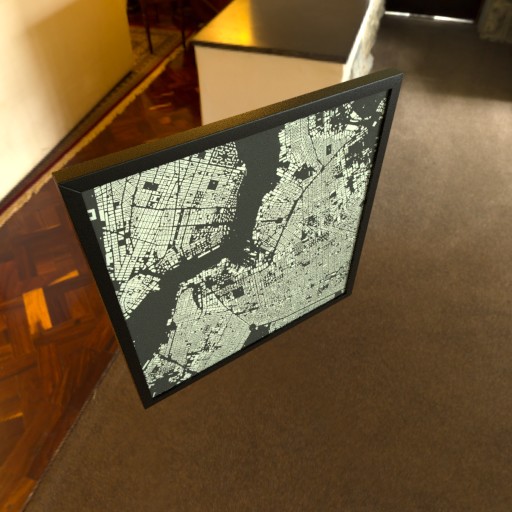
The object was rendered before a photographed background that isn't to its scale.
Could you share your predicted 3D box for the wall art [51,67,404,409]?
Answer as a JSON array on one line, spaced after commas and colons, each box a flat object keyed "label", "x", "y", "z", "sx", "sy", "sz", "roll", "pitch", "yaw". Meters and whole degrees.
[{"label": "wall art", "x": 0.000, "y": 0.000, "z": 1.109, "sx": 0.755, "sy": 0.761, "sz": 0.038, "roll": -25, "pitch": 50, "yaw": -23}]
